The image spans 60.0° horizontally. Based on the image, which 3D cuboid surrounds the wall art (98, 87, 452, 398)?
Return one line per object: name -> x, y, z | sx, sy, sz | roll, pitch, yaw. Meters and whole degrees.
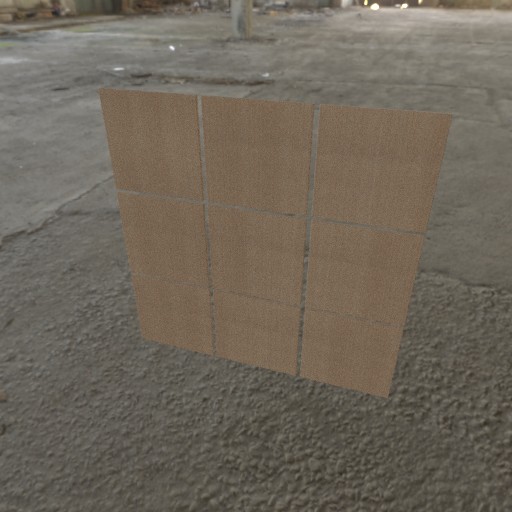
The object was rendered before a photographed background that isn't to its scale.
wall art -> 0.000, 0.000, 1.788 | 1.219, 1.218, 0.013 | 10, 33, 16
